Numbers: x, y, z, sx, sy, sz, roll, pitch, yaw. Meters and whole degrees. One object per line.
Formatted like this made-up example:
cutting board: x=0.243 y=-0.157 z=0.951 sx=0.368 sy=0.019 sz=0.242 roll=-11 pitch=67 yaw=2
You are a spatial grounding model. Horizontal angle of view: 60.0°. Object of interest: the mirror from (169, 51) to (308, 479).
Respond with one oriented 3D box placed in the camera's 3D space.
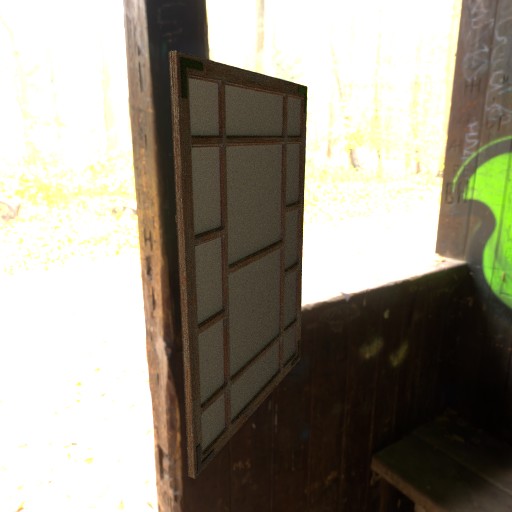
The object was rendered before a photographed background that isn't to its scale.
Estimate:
mirror: x=0.000 y=0.000 z=1.295 sx=0.025 sy=0.996 sz=0.705 roll=8 pitch=17 yaw=26
